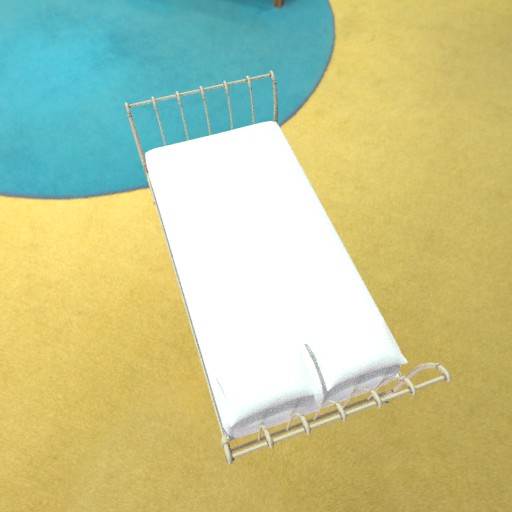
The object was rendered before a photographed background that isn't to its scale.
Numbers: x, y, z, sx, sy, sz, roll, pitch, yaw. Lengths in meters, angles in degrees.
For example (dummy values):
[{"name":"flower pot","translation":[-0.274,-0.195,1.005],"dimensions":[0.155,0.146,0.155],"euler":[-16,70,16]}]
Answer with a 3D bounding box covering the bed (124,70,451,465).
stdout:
[{"name":"bed","translation":[0.000,0.000,2.719],"dimensions":[1.032,0.873,2.228],"euler":[-16,60,-10]}]
